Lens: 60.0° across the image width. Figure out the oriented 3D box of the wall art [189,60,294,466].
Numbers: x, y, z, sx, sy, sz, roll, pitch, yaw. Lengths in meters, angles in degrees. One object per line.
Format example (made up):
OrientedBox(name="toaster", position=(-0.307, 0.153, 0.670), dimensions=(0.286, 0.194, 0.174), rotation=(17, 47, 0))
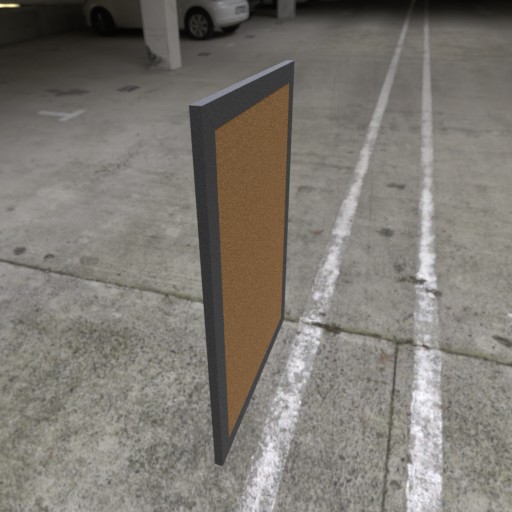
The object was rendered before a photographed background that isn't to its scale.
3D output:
OrientedBox(name="wall art", position=(0.000, 0.000, 0.705), dimensions=(0.013, 0.534, 0.380), rotation=(9, 31, 15))
